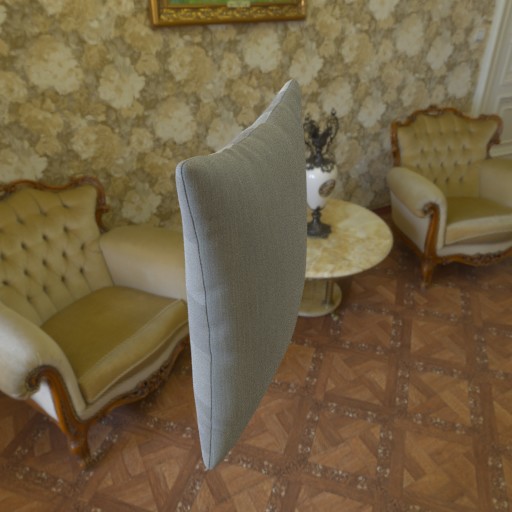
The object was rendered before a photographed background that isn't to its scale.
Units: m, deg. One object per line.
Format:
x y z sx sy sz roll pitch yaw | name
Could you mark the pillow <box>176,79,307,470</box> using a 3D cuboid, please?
0.000 0.000 0.782 0.161 0.509 0.511 9 32 14 | pillow
